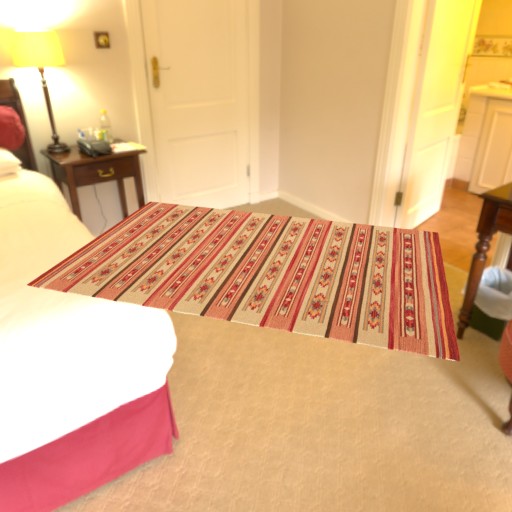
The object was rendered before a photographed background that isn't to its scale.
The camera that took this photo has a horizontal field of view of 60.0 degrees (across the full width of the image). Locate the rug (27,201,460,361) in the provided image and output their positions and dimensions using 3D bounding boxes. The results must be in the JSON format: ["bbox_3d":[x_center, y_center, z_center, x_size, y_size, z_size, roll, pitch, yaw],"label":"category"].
[{"bbox_3d":[0.000,0.000,3.017,2.431,0.010,1.535,8,28,15],"label":"rug"}]
